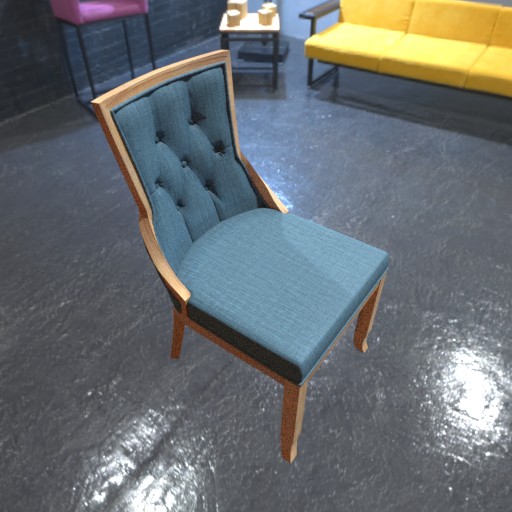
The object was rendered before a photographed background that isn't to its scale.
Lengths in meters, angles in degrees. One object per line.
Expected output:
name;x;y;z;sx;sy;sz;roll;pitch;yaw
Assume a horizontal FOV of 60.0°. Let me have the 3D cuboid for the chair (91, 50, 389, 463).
chair;0.000;0.000;1.305;0.641;0.947;0.524;26;48;26
